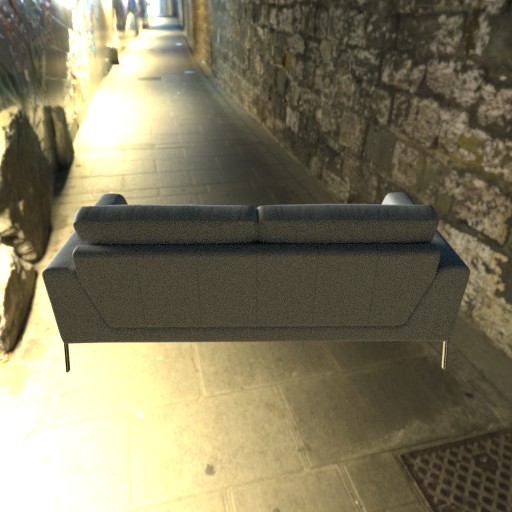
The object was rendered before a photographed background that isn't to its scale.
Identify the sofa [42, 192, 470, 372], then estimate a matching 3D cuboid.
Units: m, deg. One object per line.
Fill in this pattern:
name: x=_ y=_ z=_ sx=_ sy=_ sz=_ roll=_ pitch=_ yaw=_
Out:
sofa: x=0.000 y=0.000 z=2.537 sx=2.017 sy=0.875 sz=0.953 roll=0 pitch=30 yaw=-1
